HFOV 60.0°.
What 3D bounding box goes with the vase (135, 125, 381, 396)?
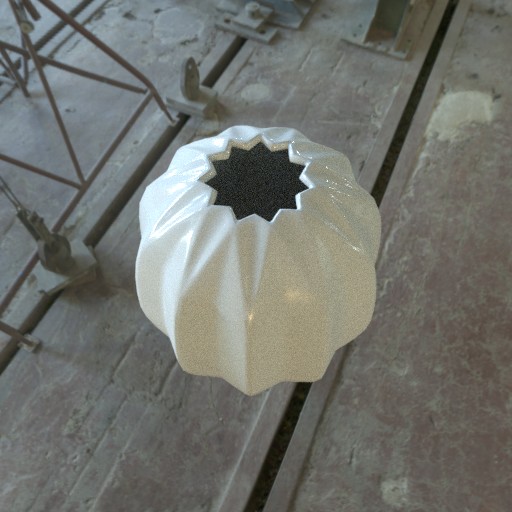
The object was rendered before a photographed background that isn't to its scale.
[{"bbox_3d":[0.000,0.000,0.247,0.139,0.134,0.139,0,60,0],"label":"vase"}]
